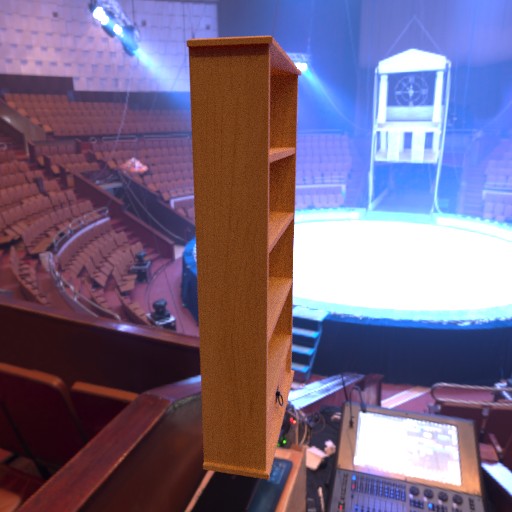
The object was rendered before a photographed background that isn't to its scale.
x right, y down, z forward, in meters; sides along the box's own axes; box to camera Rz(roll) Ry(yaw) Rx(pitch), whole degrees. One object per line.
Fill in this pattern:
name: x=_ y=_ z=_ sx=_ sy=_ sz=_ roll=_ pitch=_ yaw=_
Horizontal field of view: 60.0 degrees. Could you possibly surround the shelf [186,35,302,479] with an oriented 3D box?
shelf: x=0.000 y=0.000 z=1.248 sx=0.175 sy=1.030 sz=0.520 roll=3 pitch=16 yaw=11
